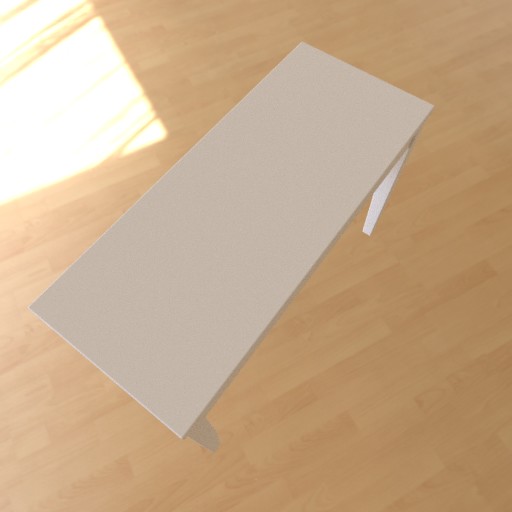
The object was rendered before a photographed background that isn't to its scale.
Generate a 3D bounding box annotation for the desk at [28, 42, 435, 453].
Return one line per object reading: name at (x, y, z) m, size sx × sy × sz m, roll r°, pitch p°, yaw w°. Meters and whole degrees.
desk at (0.000, 0.000, 1.595) m, size 0.508 × 0.775 × 1.220 m, roll 34°, pitch 68°, yaw 16°
